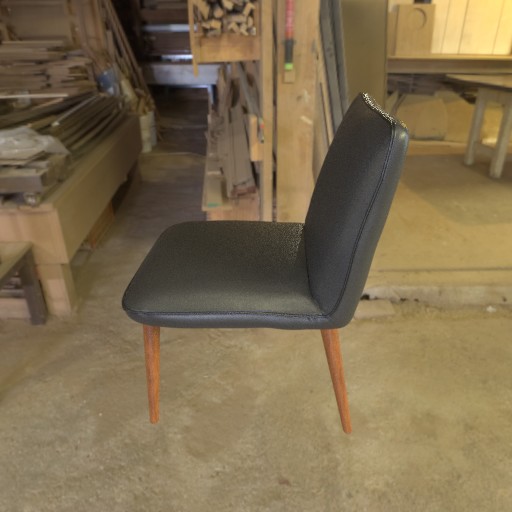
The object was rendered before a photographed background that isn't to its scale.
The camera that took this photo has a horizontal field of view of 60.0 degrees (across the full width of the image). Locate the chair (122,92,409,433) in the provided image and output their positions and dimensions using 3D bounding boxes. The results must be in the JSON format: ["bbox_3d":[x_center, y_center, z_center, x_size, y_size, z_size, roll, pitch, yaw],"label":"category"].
[{"bbox_3d":[0.000,0.000,1.209,0.645,0.801,0.543,0,27,-1],"label":"chair"}]
